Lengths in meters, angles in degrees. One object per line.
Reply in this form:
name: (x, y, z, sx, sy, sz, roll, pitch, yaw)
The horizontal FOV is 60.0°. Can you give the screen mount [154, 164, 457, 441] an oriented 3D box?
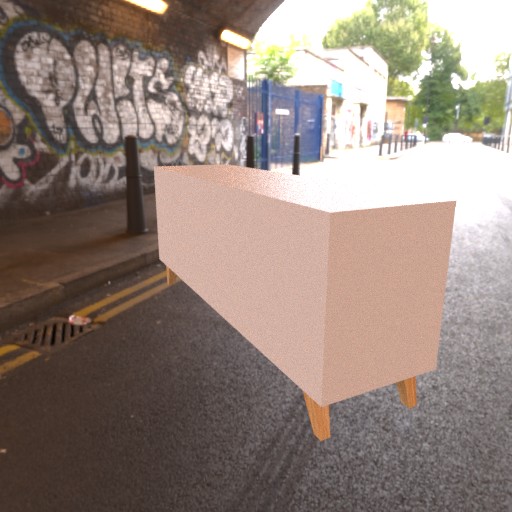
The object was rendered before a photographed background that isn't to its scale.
screen mount: (0.000, 0.000, 1.776, 0.400, 0.619, 1.490, -8, 17, -26)
